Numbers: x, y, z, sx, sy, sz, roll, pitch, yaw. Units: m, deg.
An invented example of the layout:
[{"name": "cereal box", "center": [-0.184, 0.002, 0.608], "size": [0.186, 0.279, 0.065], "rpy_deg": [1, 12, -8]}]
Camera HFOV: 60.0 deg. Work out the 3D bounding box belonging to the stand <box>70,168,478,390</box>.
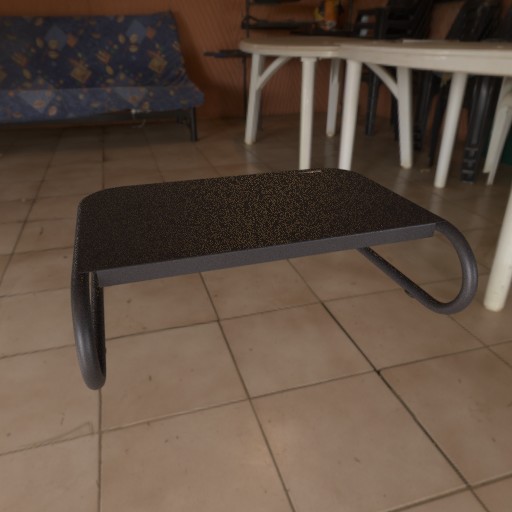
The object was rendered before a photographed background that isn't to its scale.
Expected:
[{"name": "stand", "center": [0.000, 0.000, 0.501], "size": [0.370, 0.108, 0.280], "rpy_deg": [-8, 28, -16]}]
